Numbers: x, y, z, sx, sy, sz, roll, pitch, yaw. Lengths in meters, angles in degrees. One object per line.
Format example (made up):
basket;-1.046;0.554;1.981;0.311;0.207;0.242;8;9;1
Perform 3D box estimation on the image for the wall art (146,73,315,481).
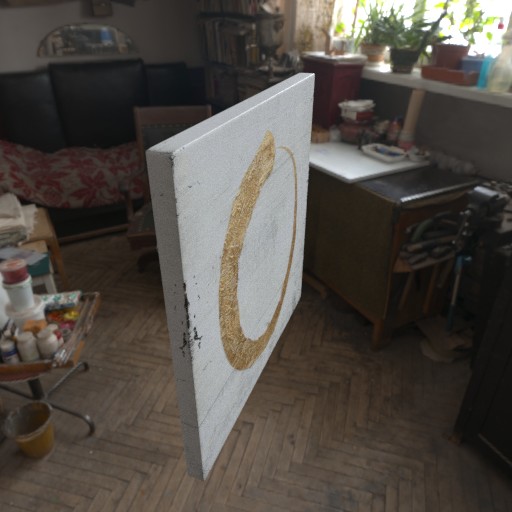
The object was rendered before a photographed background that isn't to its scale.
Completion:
wall art;0.000;0.000;0.897;0.040;0.611;0.610;11;33;18
